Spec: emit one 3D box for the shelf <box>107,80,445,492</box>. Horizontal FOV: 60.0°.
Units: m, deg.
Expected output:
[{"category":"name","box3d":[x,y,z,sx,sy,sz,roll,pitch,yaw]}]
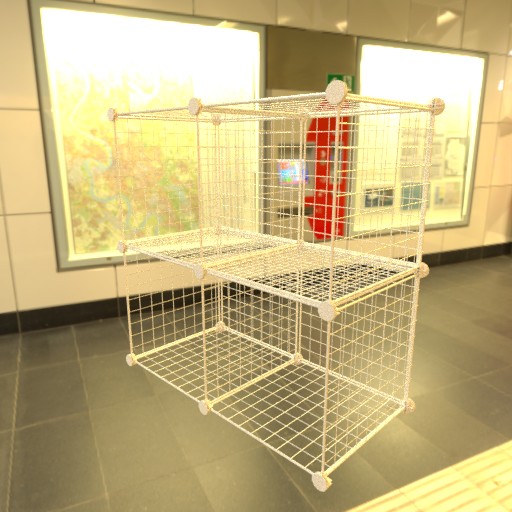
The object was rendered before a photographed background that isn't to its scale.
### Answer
[{"category":"shelf","box3d":[0.000,0.000,1.087,0.711,0.711,0.356,13,19,43]}]
